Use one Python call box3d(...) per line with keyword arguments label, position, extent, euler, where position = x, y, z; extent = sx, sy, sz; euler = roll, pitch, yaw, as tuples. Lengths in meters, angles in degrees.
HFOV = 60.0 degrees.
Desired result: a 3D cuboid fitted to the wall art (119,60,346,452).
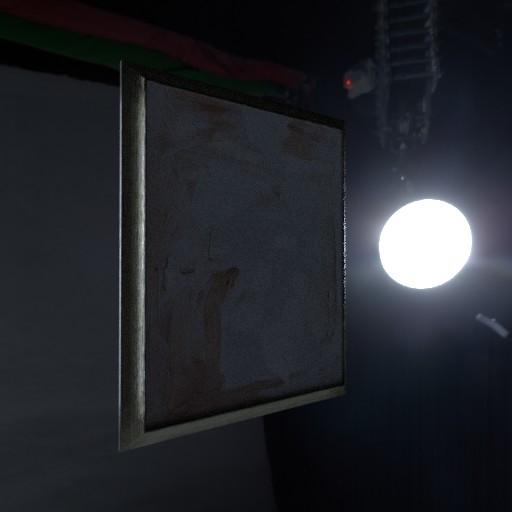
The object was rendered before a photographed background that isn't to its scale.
box3d(label="wall art", position=(0.000, 0.000, 0.623), extent=(0.381, 0.457, 0.023), euler=(1, -1, -36))
